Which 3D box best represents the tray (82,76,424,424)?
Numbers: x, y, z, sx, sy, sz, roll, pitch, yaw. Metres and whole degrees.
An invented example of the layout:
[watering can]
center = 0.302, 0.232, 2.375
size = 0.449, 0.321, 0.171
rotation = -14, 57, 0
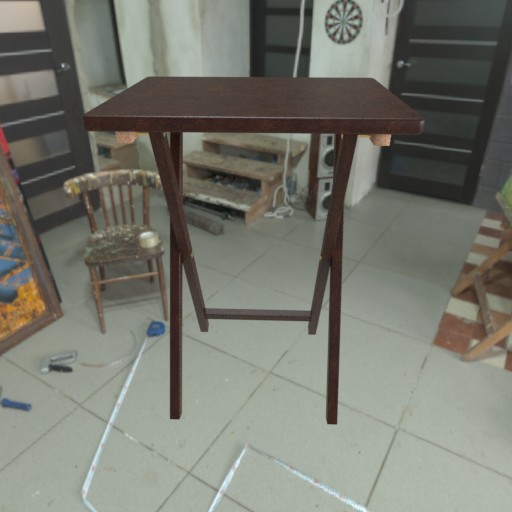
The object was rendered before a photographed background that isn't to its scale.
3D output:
[tray]
center = 0.000, 0.000, 0.942
size = 0.483, 0.660, 0.381
rotation = 1, 30, 2
